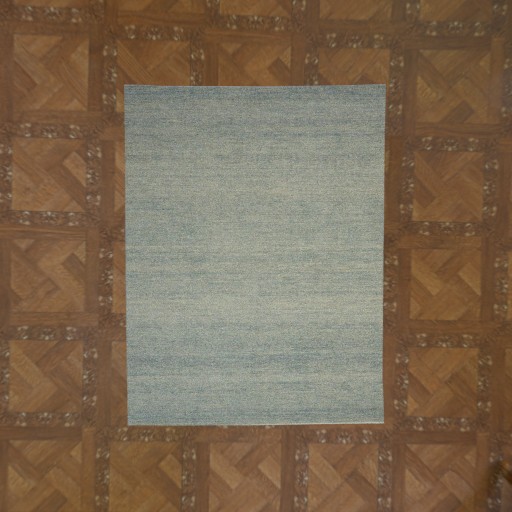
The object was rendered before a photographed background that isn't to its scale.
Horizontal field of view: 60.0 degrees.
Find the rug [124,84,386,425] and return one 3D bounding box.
[{"bbox_3d":[0.000,0.000,4.194,2.461,0.046,3.237,0,91,-1],"label":"rug"}]
